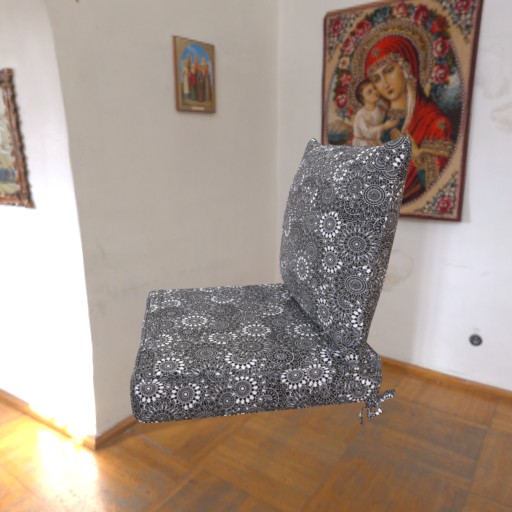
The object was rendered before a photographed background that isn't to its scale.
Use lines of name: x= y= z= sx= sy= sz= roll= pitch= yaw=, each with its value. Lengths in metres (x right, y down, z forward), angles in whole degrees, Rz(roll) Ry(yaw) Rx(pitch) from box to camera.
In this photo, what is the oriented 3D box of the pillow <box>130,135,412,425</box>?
pillow: x=0.000 y=0.000 z=1.383 sx=0.740 sy=0.722 sz=0.798 roll=-3 pitch=15 yaw=-9
